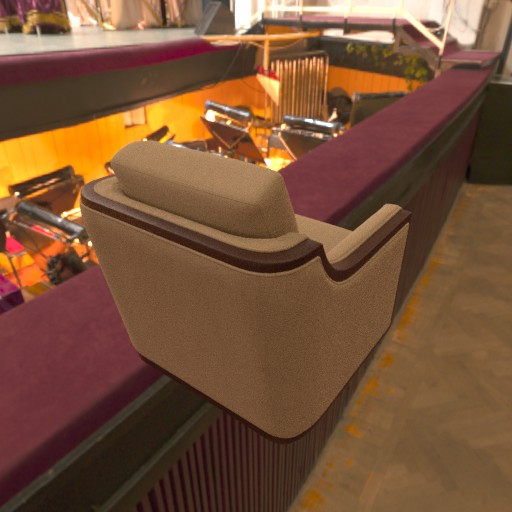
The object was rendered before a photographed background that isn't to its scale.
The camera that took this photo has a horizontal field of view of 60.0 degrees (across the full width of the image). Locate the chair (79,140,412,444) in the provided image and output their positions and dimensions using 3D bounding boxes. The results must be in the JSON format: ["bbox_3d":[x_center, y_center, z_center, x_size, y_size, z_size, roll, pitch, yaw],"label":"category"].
[{"bbox_3d":[0.000,0.000,1.680,0.870,0.930,0.950,21,36,31],"label":"chair"}]
